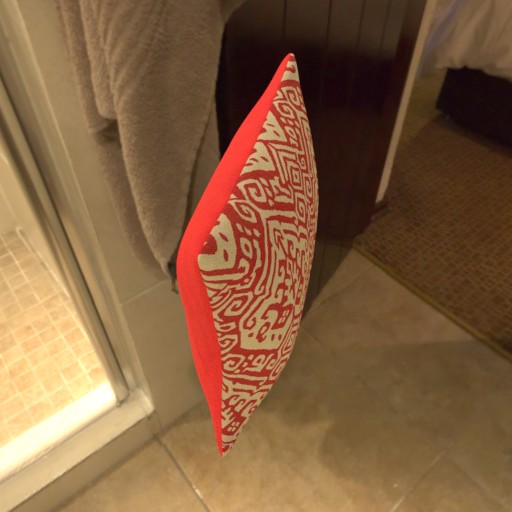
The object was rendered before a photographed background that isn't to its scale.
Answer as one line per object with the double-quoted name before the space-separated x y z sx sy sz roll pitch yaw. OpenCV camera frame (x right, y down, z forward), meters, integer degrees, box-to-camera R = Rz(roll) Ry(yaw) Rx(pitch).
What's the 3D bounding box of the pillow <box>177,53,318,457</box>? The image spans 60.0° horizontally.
"pillow" 0.000 0.000 0.783 0.192 0.507 0.522 10 46 9
